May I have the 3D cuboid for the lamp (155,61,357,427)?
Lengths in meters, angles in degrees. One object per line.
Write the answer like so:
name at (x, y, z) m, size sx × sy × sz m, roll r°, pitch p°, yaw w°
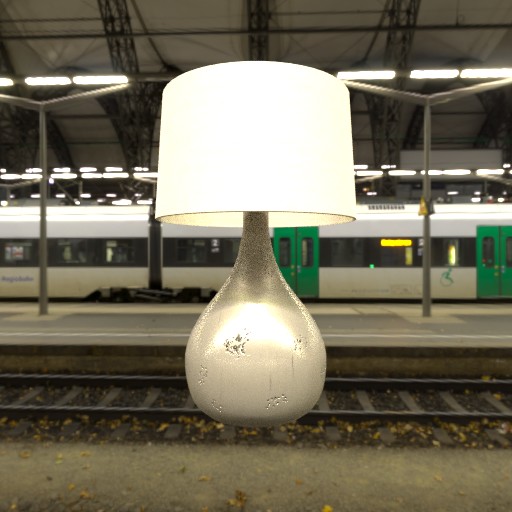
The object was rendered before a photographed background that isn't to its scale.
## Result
lamp at (0.000, 0.000, 0.745) m, size 0.330 × 0.521 × 0.330 m, roll 0°, pitch 0°, yaw 0°
